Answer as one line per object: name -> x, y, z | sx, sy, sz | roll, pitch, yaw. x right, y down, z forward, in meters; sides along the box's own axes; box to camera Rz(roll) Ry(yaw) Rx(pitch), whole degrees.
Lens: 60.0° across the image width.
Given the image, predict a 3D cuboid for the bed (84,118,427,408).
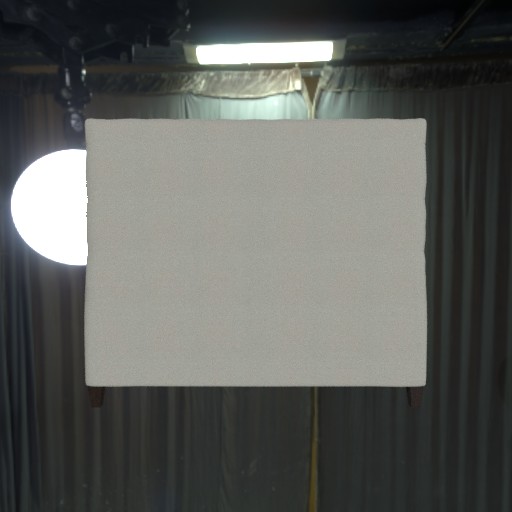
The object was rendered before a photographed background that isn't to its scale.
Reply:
bed -> 0.000, 0.000, 3.338 | 1.698, 1.427, 2.387 | 0, 2, 0
